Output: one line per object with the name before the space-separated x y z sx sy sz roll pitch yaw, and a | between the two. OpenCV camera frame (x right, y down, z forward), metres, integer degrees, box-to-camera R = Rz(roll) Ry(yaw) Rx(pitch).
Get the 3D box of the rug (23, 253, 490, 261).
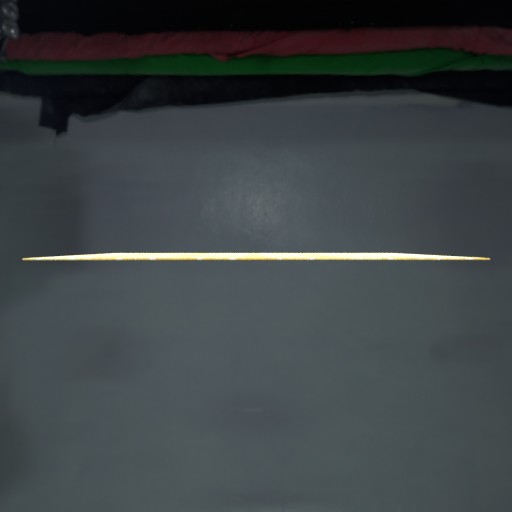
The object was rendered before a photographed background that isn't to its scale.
rug | 0.000 0.000 2.326 1.829 0.010 1.213 0 1 -1
